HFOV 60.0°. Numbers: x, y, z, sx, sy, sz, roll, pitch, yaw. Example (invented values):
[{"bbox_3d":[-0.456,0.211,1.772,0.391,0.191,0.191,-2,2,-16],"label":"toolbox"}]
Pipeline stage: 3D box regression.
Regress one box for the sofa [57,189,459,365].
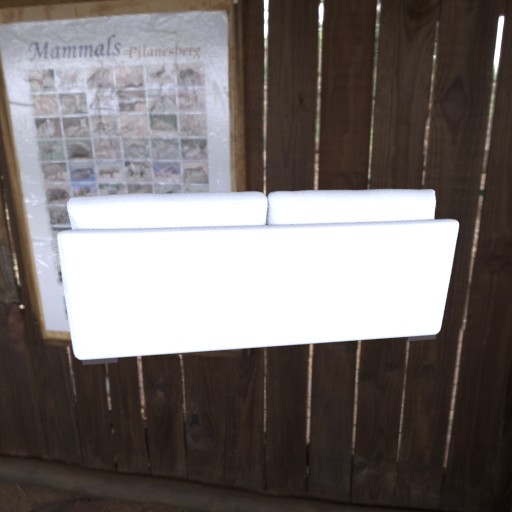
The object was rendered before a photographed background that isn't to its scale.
[{"bbox_3d":[0.000,0.000,2.957,2.261,0.940,1.143,-2,14,-9],"label":"sofa"}]
